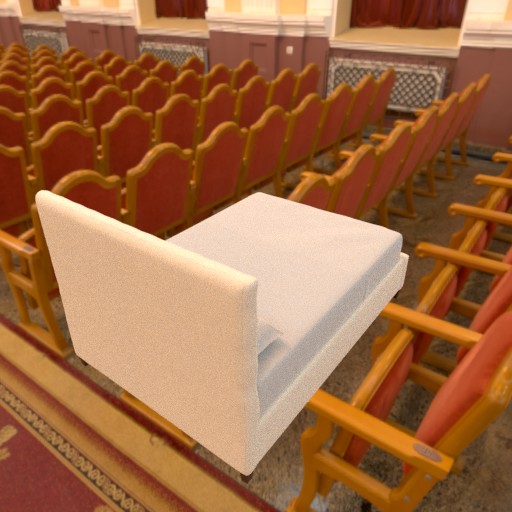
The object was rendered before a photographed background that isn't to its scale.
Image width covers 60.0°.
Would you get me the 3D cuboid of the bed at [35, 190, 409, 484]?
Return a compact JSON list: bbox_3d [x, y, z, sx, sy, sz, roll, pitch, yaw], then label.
[{"bbox_3d":[0.000,0.000,3.462,1.698,1.427,2.387,21,37,31],"label":"bed"}]
